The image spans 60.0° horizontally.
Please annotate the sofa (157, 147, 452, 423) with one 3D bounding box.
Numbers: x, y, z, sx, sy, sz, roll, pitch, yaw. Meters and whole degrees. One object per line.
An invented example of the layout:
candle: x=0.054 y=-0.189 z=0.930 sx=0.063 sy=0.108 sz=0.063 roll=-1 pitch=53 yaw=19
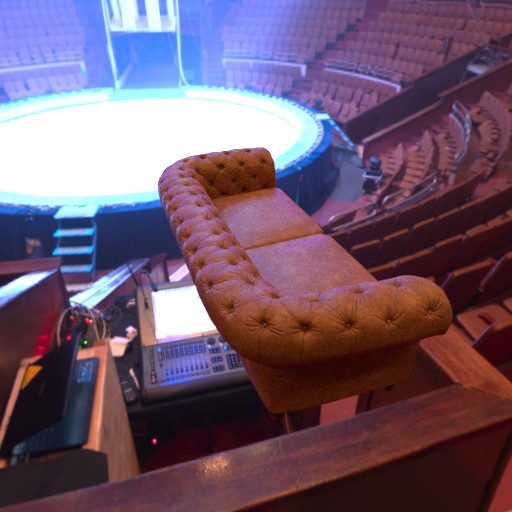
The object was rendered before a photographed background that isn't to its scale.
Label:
sofa: x=0.000 y=0.000 z=2.814 sx=0.989 sy=0.760 sz=2.365 roll=-10 pitch=32 yaw=-17
